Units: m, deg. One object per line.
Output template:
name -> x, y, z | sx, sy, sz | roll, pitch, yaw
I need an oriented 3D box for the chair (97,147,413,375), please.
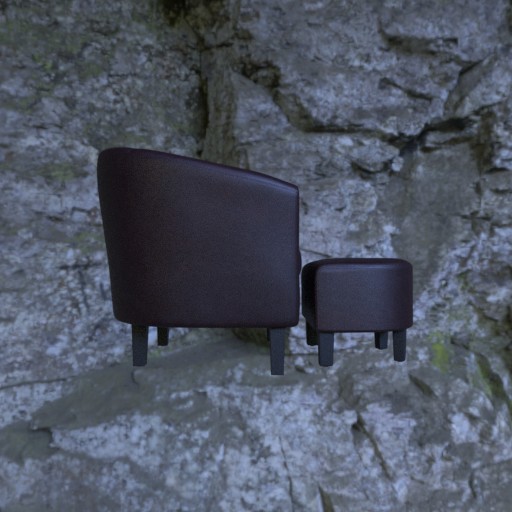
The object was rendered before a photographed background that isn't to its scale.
chair -> 0.000, 0.000, 1.697 | 1.176, 0.755, 0.737 | 0, -1, 0
